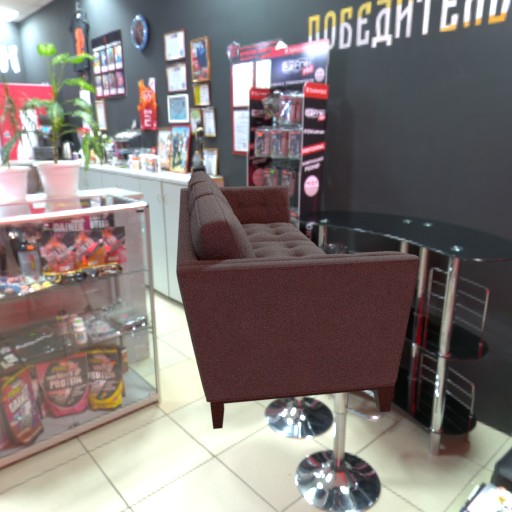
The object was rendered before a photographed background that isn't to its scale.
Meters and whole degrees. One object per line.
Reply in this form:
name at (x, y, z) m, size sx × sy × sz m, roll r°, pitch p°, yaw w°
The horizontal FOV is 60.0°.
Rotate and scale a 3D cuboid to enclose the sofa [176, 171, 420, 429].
sofa at (0.000, 0.000, 2.903) m, size 0.965 × 0.940 × 2.387 m, roll -2°, pitch 16°, yaw -9°
